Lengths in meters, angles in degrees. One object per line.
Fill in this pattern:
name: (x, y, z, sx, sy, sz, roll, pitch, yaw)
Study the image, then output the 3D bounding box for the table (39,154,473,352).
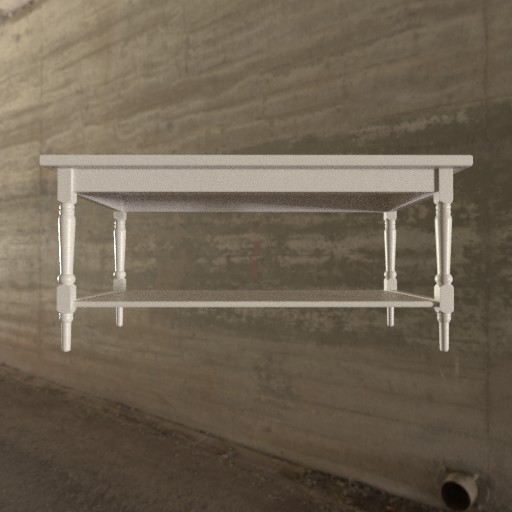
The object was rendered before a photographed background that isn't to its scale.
table: (0.000, 0.000, 1.402, 1.107, 0.510, 0.550, 0, -1, 0)
